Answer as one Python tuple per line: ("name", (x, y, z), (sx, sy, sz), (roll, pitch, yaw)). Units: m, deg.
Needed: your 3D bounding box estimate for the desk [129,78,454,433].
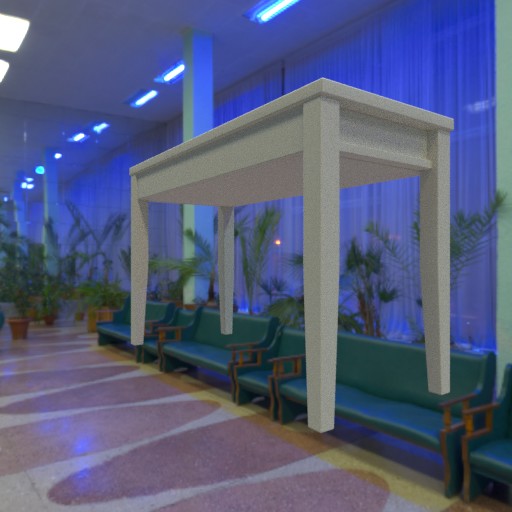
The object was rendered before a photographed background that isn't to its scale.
("desk", (0.000, 0.000, 1.601), (0.508, 0.775, 1.220), (0, 0, -35))
